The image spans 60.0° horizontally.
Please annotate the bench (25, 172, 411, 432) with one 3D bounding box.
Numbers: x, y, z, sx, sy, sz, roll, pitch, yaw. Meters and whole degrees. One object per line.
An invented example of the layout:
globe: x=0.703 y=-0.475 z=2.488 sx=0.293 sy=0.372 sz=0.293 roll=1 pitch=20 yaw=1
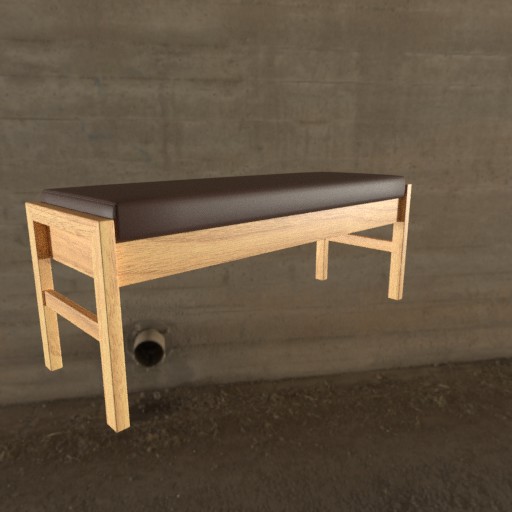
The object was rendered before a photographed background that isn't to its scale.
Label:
bench: x=0.000 y=0.000 z=1.410 sx=1.200 sy=0.480 sz=0.405 roll=-13 pitch=19 yaw=-43
